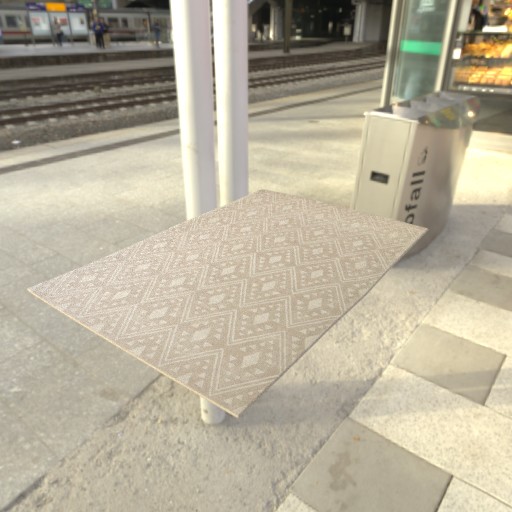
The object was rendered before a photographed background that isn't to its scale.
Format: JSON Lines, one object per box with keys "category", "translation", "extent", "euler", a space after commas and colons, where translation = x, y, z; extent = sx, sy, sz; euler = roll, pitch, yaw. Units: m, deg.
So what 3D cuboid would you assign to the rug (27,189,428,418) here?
{"category": "rug", "translation": [0.000, 0.000, 2.347], "extent": [1.252, 0.034, 1.829], "euler": [19, 33, 32]}
